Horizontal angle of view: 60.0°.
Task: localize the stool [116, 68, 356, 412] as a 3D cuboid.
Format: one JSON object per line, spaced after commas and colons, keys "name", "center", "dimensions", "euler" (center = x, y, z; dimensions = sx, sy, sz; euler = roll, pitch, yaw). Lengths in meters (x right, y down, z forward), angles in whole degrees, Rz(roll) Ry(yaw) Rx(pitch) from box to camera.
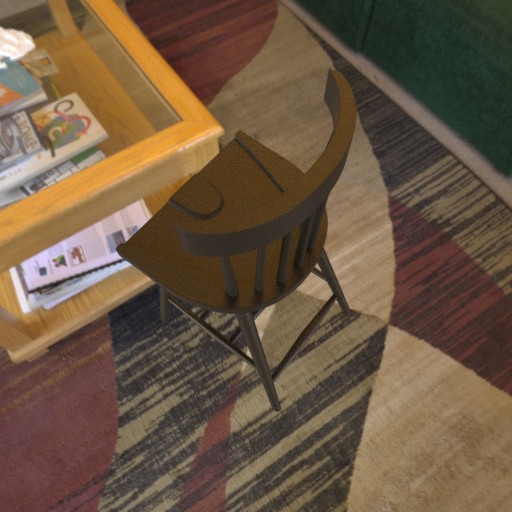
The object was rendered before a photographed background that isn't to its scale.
{"name": "stool", "center": [0.000, 0.000, 1.221], "dimensions": [0.549, 0.953, 0.494], "euler": [35, 68, 16]}
